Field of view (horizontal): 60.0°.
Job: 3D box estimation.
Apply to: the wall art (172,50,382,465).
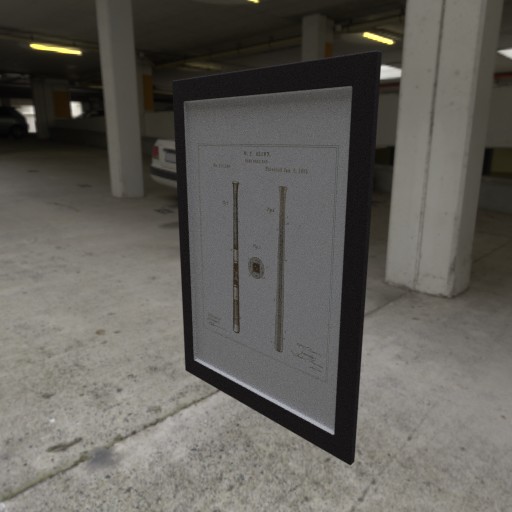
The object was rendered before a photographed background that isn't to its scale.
[{"bbox_3d":[0.000,0.000,0.674,0.374,0.529,0.012,14,20,42],"label":"wall art"}]
